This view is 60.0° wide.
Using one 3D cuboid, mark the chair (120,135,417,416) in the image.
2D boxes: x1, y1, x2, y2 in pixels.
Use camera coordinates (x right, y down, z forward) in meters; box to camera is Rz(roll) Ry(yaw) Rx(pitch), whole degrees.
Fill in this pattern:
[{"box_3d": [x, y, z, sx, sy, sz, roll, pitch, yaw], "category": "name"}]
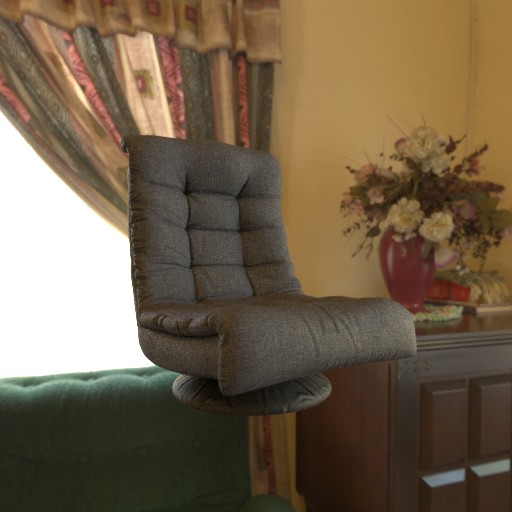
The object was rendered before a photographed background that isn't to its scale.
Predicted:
[{"box_3d": [0.000, 0.000, 1.228, 0.597, 0.749, 0.668, 0, 0, -37], "category": "chair"}]
